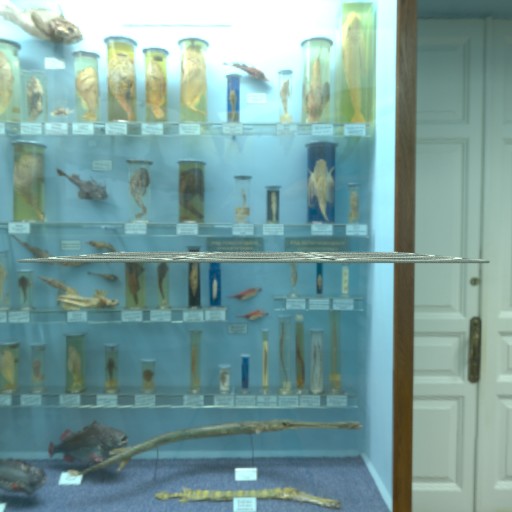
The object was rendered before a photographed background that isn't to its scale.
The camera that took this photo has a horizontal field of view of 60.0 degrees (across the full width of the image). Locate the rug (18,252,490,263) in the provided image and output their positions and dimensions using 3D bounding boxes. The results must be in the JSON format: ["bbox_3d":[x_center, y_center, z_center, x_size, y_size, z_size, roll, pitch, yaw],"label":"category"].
[{"bbox_3d":[0.000,0.000,2.890,2.290,0.014,1.526,0,2,1],"label":"rug"}]
